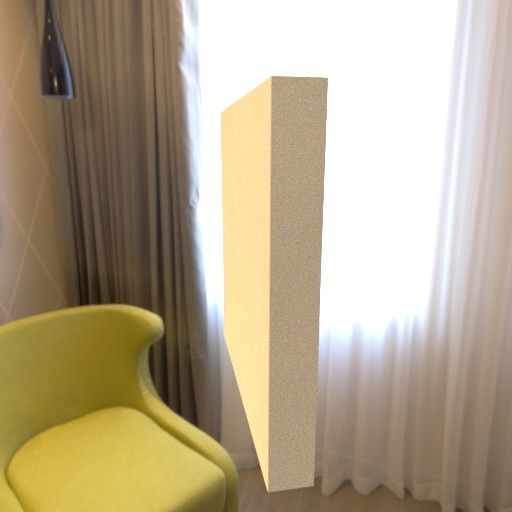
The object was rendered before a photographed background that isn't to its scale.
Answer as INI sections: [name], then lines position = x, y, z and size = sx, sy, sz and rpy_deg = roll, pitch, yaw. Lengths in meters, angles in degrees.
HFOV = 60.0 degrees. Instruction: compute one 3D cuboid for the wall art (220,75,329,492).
[wall art]
position = 0.000, 0.000, 0.458
size = 0.038, 0.305, 0.305
rpy_deg = -3, 14, -10
